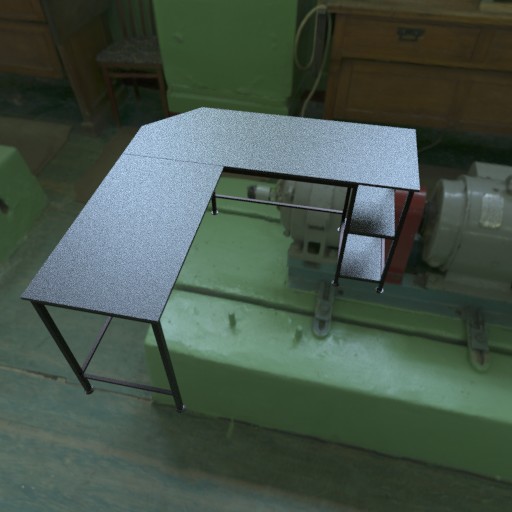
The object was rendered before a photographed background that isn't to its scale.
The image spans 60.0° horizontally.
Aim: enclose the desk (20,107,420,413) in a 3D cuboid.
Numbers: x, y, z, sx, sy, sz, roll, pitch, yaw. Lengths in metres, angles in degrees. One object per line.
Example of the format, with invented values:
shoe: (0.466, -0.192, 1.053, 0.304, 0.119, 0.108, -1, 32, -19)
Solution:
desk: (0.000, 0.000, 2.166, 1.379, 0.739, 1.379, 9, 48, 8)
